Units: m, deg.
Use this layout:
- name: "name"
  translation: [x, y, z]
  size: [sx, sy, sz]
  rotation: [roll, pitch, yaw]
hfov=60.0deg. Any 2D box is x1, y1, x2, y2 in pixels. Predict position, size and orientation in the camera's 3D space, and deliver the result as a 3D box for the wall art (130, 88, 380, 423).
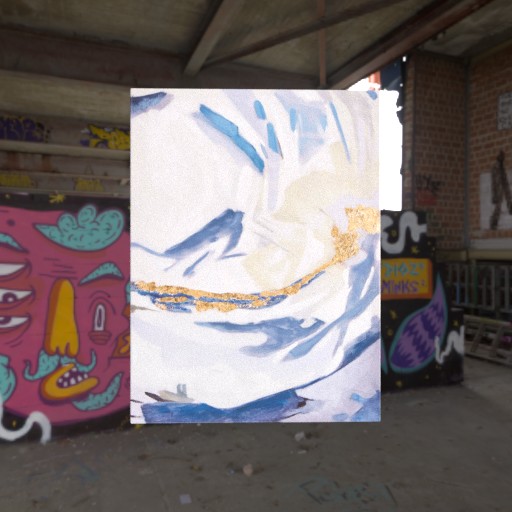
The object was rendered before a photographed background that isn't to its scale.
- name: "wall art"
  translation: [0.000, 0.000, 1.365]
  size: [0.761, 1.015, 0.038]
  rotation: [0, 0, -1]
